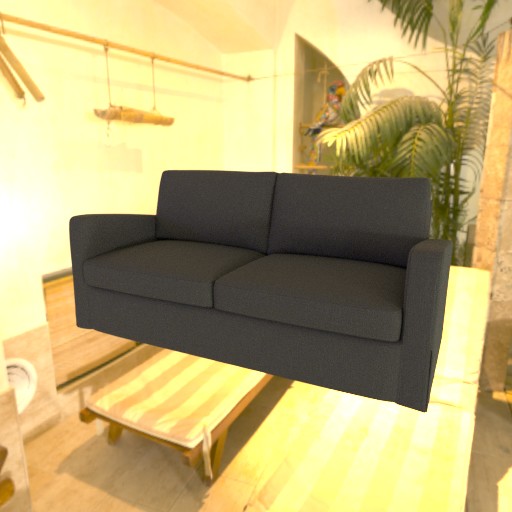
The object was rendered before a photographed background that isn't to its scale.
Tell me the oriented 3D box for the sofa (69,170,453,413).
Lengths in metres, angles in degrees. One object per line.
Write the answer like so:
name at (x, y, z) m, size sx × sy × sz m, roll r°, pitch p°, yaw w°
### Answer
sofa at (0.000, 0.000, 2.328) m, size 1.852 × 0.839 × 0.898 m, roll 7°, pitch 16°, yaw 25°
